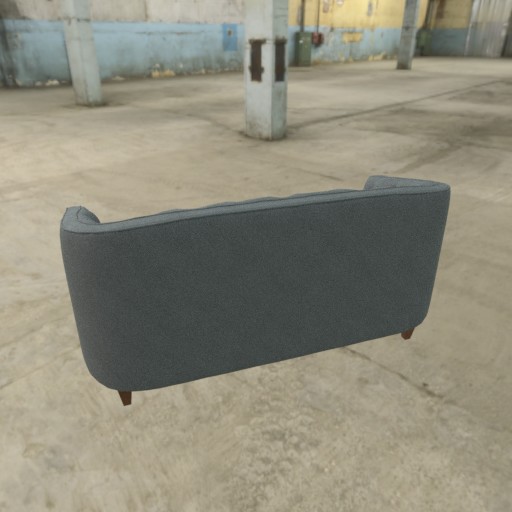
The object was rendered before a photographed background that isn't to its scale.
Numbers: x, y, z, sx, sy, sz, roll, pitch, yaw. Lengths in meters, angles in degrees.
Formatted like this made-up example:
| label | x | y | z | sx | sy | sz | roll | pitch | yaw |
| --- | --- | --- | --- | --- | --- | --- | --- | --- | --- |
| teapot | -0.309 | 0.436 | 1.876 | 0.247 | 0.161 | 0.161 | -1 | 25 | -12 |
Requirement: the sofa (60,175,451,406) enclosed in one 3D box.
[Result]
| label | x | y | z | sx | sy | sz | roll | pitch | yaw |
| --- | --- | --- | --- | --- | --- | --- | --- | --- | --- |
| sofa | 0.000 | 0.000 | 2.228 | 1.733 | 0.855 | 0.941 | -9 | 27 | -17 |
